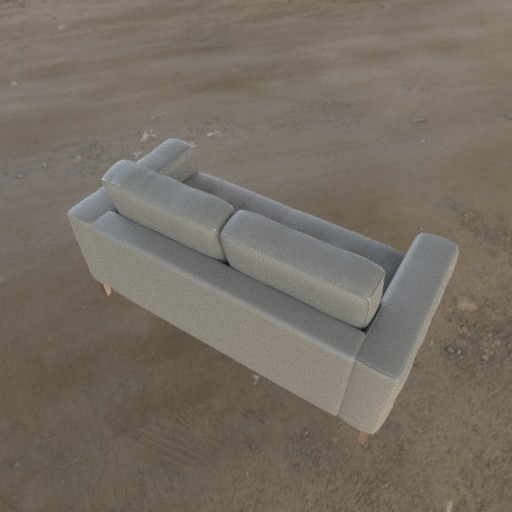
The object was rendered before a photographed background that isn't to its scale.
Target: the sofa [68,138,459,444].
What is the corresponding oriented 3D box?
[{"bbox_3d":[0.000,0.000,2.223,1.726,0.892,0.833,25,51,21],"label":"sofa"}]
